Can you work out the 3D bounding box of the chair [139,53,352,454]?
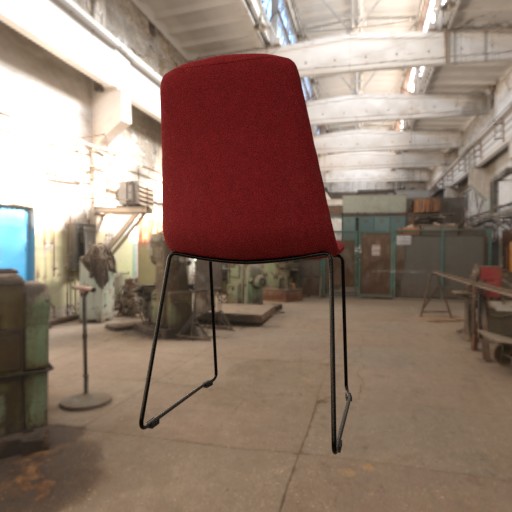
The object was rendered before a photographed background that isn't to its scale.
[{"bbox_3d":[0.000,0.000,1.184,0.479,0.858,0.518,0,1,17],"label":"chair"}]
